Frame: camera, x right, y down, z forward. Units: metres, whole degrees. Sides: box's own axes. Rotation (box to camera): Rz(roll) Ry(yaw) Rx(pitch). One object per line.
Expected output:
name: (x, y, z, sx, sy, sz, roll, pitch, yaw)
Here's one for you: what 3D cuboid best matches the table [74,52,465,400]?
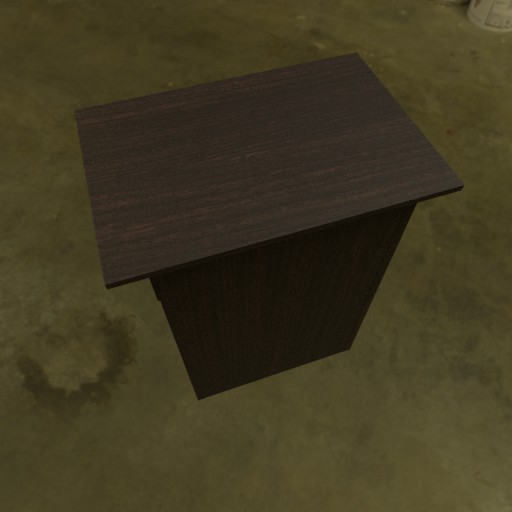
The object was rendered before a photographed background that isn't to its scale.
table: (0.000, 0.000, 1.082, 0.591, 0.711, 0.406, -16, 58, -10)
